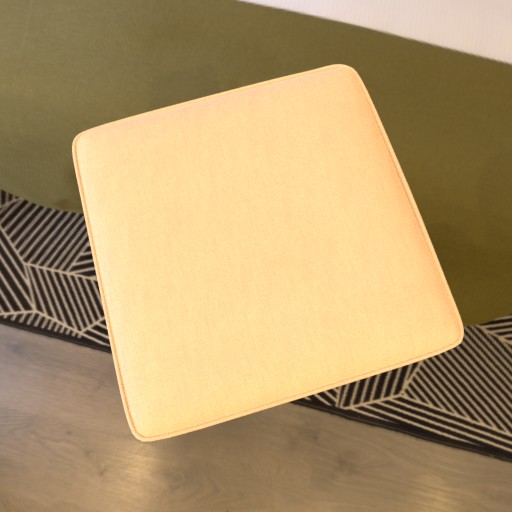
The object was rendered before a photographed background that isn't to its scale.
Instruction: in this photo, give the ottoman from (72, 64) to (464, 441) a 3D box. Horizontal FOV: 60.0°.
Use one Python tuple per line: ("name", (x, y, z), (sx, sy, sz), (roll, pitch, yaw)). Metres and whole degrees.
("ottoman", (0.000, 0.000, 0.992), (0.613, 0.438, 0.616), (-16, 75, -4))
